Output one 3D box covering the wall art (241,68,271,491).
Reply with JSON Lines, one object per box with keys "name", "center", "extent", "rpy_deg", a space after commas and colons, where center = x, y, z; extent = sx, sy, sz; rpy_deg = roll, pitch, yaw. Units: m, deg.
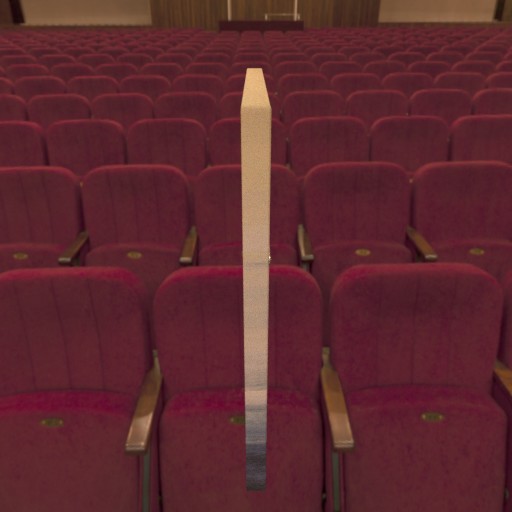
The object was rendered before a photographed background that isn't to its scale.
{"name": "wall art", "center": [0.000, 0.000, 0.961], "extent": [0.041, 0.710, 0.608], "rpy_deg": [0, 27, 0]}
